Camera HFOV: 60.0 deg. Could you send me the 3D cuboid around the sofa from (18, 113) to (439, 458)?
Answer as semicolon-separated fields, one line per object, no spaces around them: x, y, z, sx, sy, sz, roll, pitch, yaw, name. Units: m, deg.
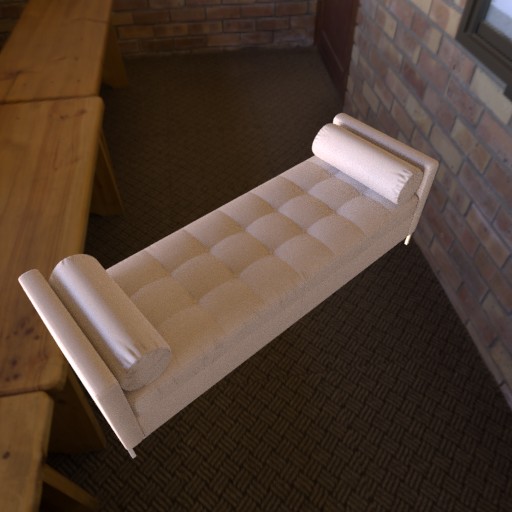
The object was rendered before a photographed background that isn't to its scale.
0.000;0.000;2.278;1.981;0.635;0.686;-33;55;-26;sofa
